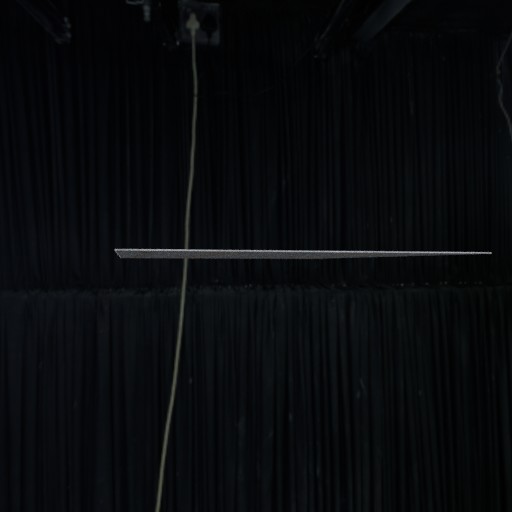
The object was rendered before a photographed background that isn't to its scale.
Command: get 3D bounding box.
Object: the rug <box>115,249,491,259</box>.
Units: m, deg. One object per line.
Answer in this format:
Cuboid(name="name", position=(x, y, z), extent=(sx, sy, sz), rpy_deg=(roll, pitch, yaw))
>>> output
Cuboid(name="rug", position=(0.000, 0.000, 4.104), extent=(2.425, 0.008, 3.035), rpy_deg=(0, -1, -16))
